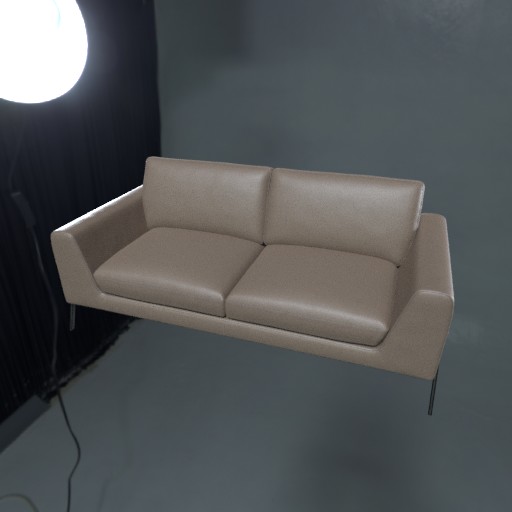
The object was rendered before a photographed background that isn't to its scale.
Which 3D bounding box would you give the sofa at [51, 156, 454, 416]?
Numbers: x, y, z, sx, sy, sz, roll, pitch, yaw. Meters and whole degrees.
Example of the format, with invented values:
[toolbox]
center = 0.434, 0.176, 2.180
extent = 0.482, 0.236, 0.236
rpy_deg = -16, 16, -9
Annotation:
[sofa]
center = 0.000, 0.000, 2.515
extent = 2.017, 0.875, 0.953
rpy_deg = 9, 28, 17
